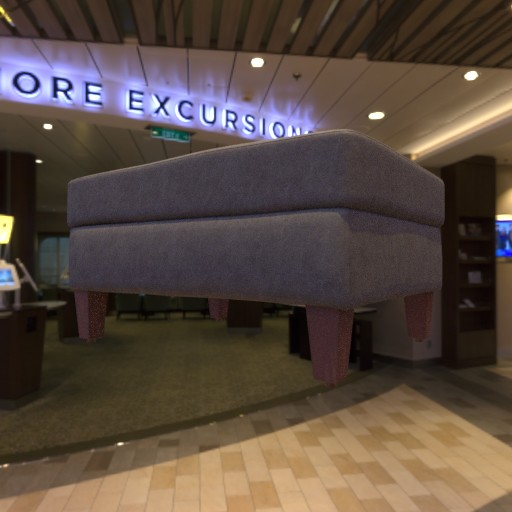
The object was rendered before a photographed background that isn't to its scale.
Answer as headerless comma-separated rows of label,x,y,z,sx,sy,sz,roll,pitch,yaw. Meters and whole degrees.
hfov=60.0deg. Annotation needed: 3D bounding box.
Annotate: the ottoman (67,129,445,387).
ottoman,0.000,0.000,1.205,0.839,0.464,0.639,0,-1,36
